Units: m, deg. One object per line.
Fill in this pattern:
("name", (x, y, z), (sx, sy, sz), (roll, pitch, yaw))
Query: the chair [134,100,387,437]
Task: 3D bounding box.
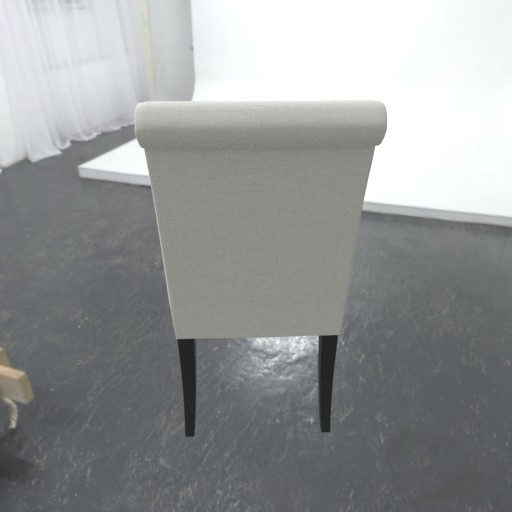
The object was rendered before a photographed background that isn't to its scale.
("chair", (0.000, 0.000, 1.294), (0.452, 0.976, 0.708), (-1, 29, -2))
